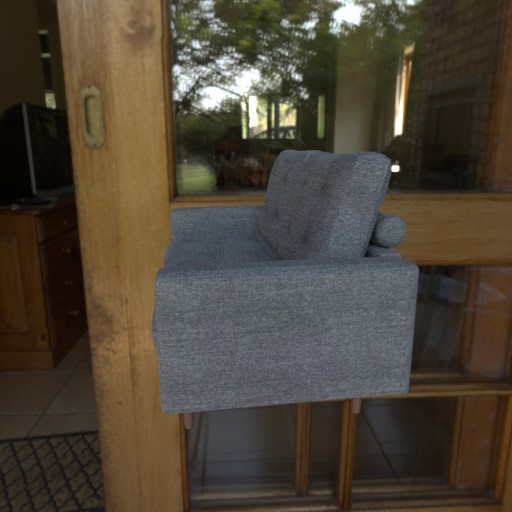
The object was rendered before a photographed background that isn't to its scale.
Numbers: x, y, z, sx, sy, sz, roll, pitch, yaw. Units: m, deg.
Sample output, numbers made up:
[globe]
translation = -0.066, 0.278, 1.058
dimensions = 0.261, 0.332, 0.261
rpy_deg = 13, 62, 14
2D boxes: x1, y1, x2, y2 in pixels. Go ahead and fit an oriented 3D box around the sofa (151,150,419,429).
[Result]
[sofa]
translation = 0.000, 0.000, 1.960
dimensions = 0.842, 0.907, 1.407
rpy_deg = -2, 14, -8
